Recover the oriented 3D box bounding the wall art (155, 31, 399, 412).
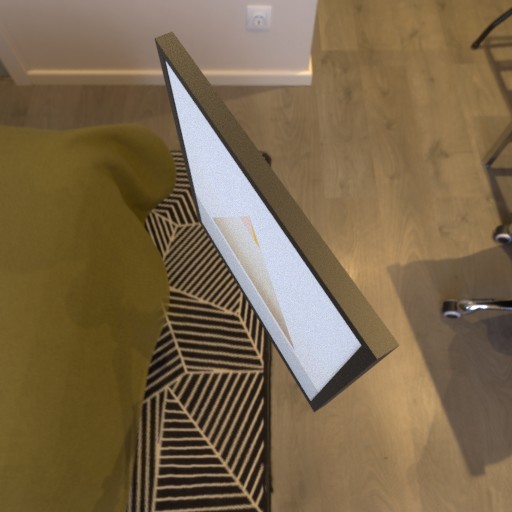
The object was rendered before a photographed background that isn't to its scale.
[{"bbox_3d":[0.000,0.000,1.134,0.042,0.766,0.769,-28,68,-12],"label":"wall art"}]
